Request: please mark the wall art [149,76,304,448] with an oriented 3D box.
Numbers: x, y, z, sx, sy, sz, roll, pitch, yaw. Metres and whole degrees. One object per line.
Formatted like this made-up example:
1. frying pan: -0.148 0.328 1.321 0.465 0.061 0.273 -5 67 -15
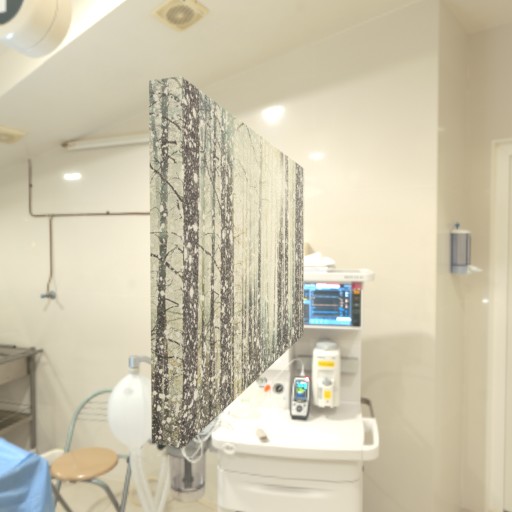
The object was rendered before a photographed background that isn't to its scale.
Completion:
1. wall art: 0.000 0.000 0.771 0.042 0.398 0.618 1 2 18
